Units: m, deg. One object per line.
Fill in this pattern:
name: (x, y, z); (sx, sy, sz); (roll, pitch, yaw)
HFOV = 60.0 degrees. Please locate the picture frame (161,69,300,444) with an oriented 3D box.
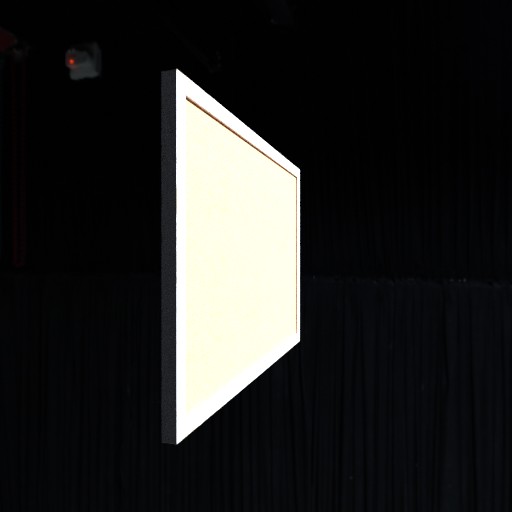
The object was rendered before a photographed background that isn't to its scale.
picture frame: (0.000, 0.000, 1.211); (0.029, 0.640, 0.950); (0, 0, 18)
